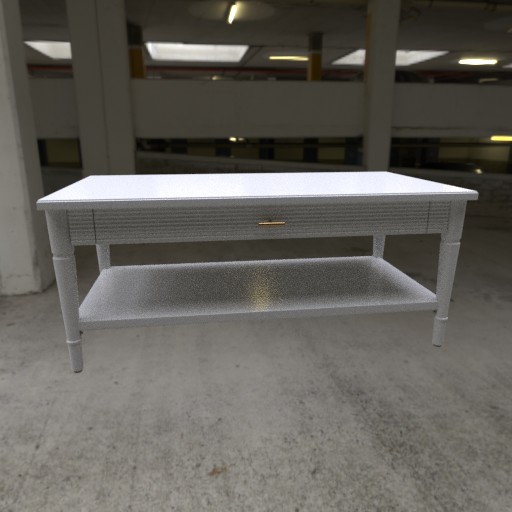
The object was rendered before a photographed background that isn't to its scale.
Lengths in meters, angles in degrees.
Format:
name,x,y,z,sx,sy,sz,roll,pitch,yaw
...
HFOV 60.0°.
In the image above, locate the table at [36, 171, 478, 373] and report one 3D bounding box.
name,x,y,z,sx,sy,sz,roll,pitch,yaw
table,0.000,0.000,1.385,1.067,0.457,0.559,-2,16,-8
